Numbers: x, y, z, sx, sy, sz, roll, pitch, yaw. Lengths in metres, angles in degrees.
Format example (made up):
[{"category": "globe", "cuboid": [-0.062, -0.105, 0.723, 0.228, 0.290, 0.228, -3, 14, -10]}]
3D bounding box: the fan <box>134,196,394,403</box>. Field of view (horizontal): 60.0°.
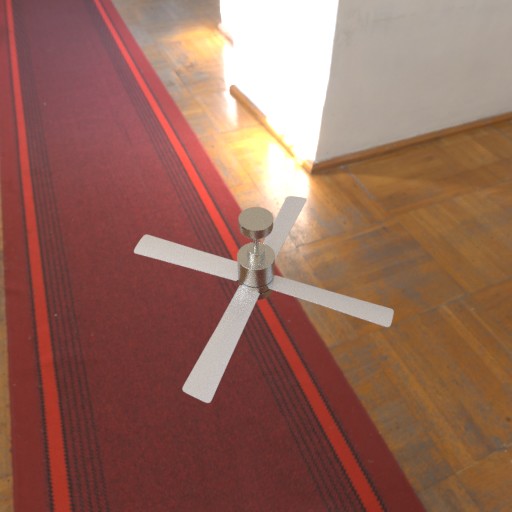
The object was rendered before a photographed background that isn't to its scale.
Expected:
[{"category": "fan", "cuboid": [0.000, 0.000, 2.365, 1.525, 0.539, 1.525, 16, 49, 15]}]
